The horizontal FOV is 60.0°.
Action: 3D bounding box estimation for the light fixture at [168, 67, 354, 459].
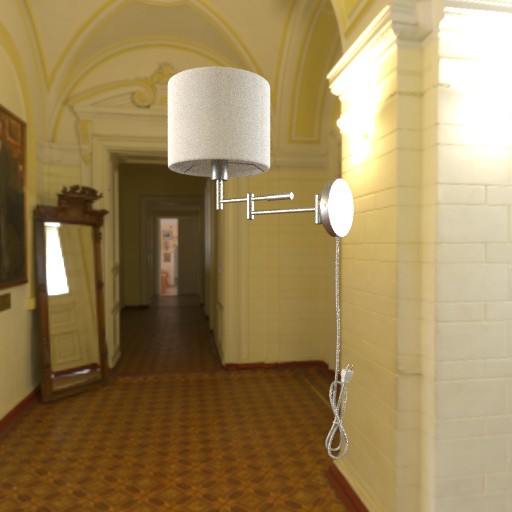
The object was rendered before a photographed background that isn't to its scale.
[{"bbox_3d":[0.000,0.000,1.048,0.479,0.842,0.253,1,1,36],"label":"light fixture"}]
